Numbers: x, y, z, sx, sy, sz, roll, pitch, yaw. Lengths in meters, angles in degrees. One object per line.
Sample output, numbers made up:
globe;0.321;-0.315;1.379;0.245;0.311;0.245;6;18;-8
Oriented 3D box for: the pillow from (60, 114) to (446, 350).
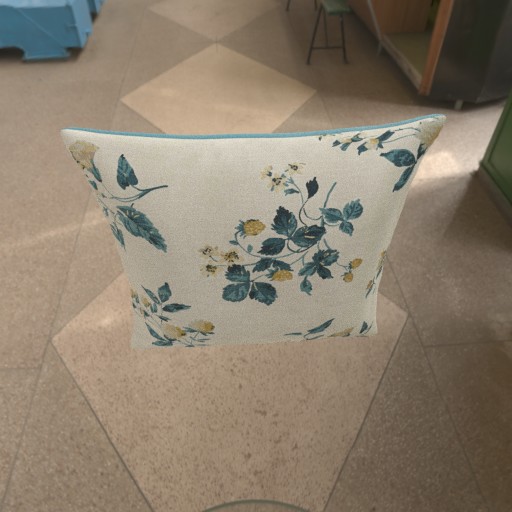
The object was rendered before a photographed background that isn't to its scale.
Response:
pillow;0.000;0.000;0.774;0.526;0.507;0.166;-3;45;-3
